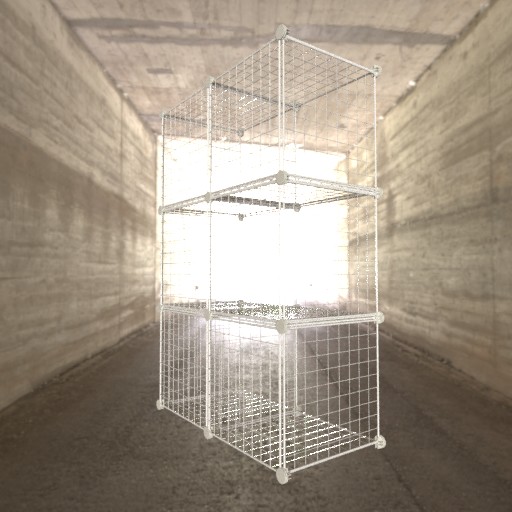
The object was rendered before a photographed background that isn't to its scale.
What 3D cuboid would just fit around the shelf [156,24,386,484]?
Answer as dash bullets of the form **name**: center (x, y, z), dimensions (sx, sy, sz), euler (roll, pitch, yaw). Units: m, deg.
- **shelf**: center (0.000, 0.000, 1.408), dimensions (0.356, 1.067, 0.711), euler (2, -3, -36)
